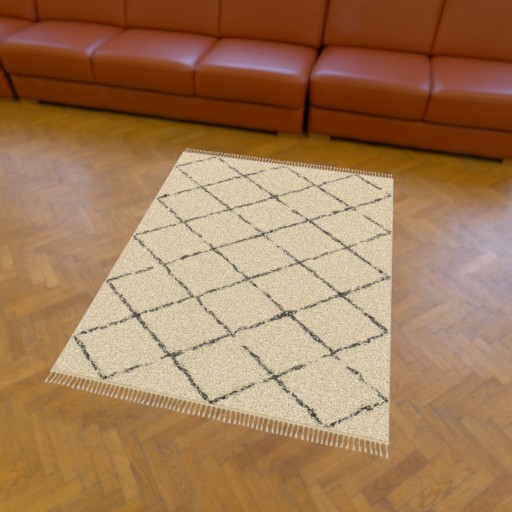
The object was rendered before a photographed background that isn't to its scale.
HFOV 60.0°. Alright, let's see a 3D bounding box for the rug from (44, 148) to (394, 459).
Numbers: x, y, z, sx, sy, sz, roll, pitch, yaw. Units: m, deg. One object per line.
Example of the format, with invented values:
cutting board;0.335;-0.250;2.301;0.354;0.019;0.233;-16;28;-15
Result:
rug;0.000;0.000;3.970;2.380;0.013;3.051;9;47;9
